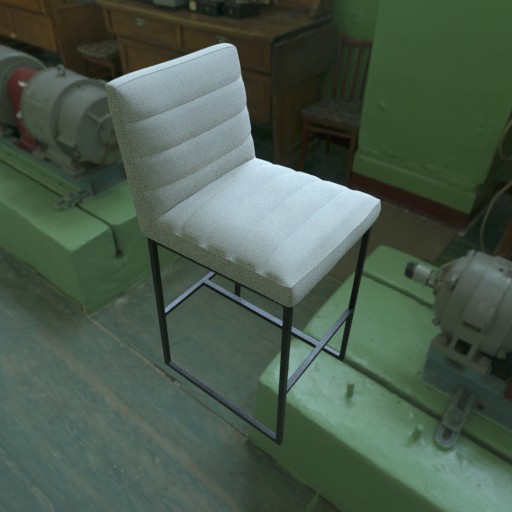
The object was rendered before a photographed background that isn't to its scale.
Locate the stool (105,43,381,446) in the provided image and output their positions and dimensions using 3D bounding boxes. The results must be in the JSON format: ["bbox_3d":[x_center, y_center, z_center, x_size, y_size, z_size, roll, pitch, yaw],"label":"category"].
[{"bbox_3d":[0.000,0.000,1.363,0.573,1.061,0.464,26,47,28],"label":"stool"}]
